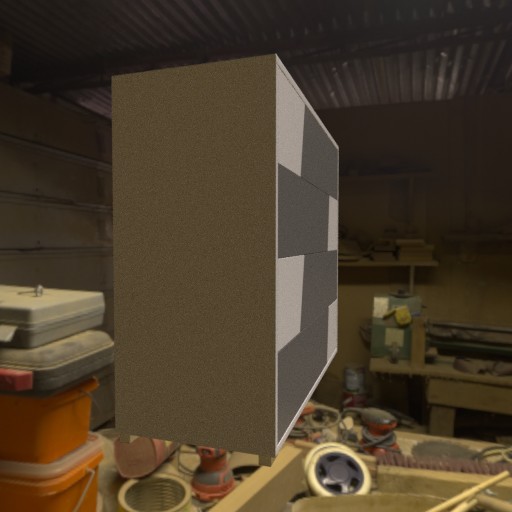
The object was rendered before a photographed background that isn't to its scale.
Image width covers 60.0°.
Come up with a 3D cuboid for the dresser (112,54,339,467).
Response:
[{"bbox_3d":[0.000,0.000,1.659,0.460,1.000,1.100,1,2,18],"label":"dresser"}]
